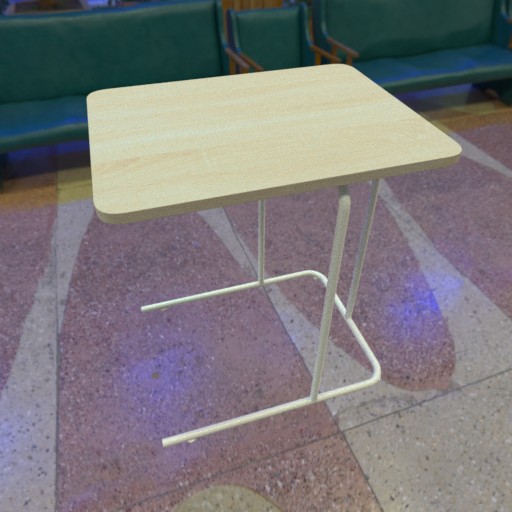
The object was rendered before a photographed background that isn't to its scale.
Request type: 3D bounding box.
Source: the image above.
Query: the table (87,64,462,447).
[{"bbox_3d":[0.000,0.000,0.845,0.480,0.550,0.370,-12,43,-13],"label":"table"}]
